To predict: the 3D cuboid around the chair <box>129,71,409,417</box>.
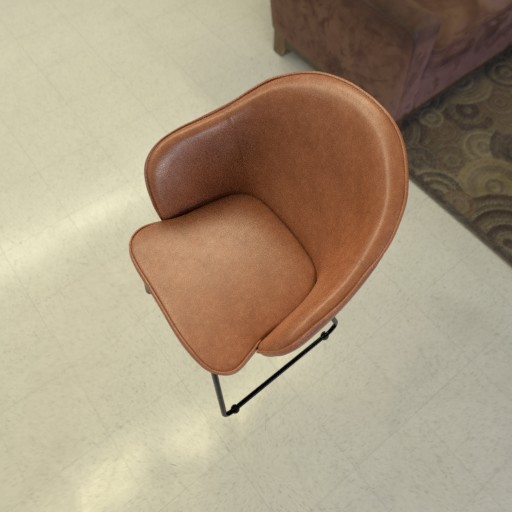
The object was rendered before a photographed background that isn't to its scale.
[{"bbox_3d":[0.000,0.000,1.174,0.580,0.785,0.582,-32,68,-15],"label":"chair"}]
